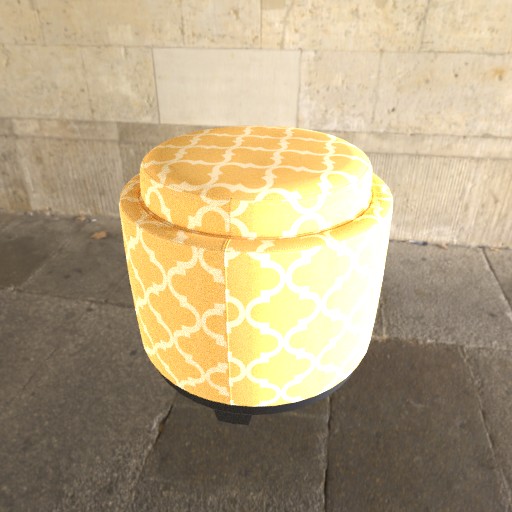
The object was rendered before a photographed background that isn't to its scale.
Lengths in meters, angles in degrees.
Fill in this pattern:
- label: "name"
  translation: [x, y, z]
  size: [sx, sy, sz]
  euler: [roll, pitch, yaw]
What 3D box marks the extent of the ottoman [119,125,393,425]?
- label: "ottoman"
  translation: [0.000, 0.000, 0.862]
  size: [0.480, 0.429, 0.480]
  euler: [0, 30, 0]
